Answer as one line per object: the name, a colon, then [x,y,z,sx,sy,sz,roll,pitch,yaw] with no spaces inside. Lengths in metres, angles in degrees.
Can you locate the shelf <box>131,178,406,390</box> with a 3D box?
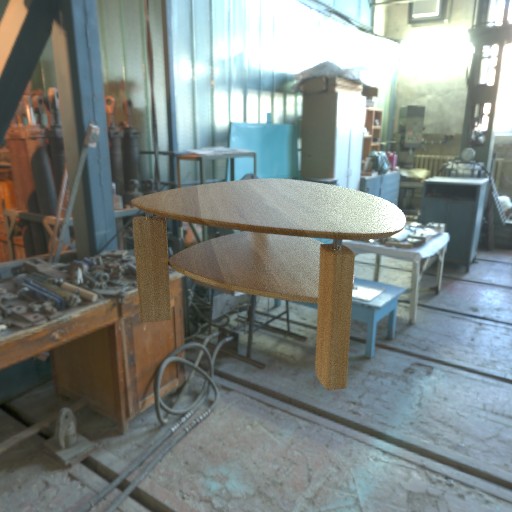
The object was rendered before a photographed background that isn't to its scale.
shelf: [0.000,0.000,1.645,0.863,0.439,1.240,-3,16,-10]
